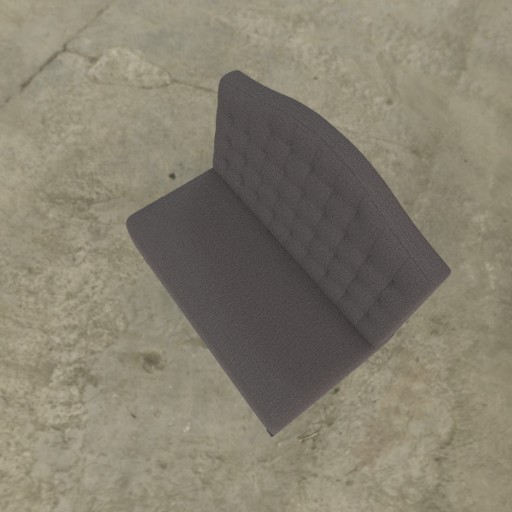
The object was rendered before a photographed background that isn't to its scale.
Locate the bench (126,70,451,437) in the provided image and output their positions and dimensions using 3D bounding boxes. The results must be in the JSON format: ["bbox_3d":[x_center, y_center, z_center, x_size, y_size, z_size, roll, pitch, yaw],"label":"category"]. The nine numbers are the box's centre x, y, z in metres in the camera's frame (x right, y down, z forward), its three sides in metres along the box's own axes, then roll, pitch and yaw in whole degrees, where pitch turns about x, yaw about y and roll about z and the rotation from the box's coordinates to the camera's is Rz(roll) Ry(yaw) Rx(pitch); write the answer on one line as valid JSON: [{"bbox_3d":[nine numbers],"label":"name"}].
[{"bbox_3d":[0.000,0.000,2.116,0.815,1.180,1.335,-34,67,-16],"label":"bench"}]
